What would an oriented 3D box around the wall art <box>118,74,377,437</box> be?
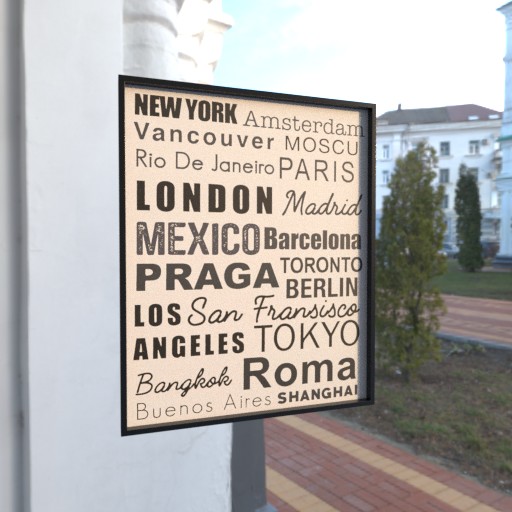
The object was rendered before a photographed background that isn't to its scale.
[{"bbox_3d":[0.000,0.000,0.760,0.448,0.551,0.038,0,1,-18],"label":"wall art"}]
